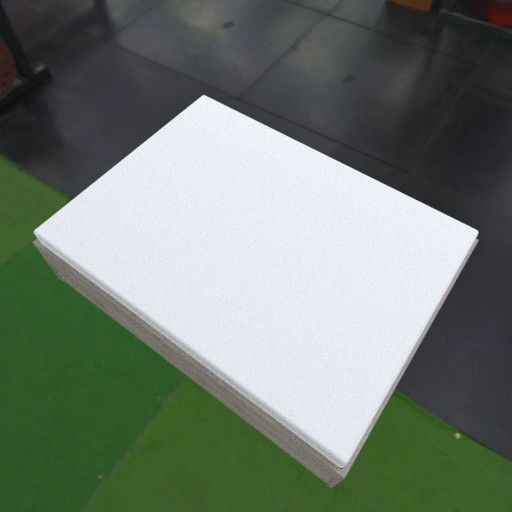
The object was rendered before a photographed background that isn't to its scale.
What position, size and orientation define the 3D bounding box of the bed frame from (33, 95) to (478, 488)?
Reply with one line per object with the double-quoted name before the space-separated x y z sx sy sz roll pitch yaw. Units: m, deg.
"bed frame" 0.000 0.000 2.532 1.944 0.490 1.448 32 62 19
